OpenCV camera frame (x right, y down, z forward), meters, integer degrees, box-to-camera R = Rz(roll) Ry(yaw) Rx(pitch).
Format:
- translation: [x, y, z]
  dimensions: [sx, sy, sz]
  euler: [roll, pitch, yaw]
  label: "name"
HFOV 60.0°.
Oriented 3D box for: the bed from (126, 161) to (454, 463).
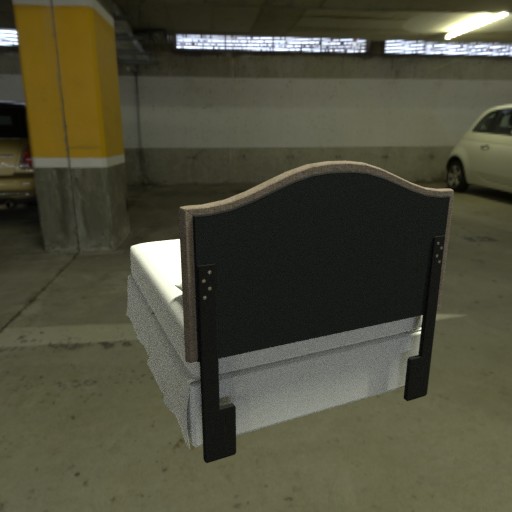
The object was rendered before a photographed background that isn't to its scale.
- translation: [0.000, 0.000, 3.347]
  dimensions: [1.713, 1.518, 2.153]
  euler: [-7, 17, -23]
  label: "bed"
